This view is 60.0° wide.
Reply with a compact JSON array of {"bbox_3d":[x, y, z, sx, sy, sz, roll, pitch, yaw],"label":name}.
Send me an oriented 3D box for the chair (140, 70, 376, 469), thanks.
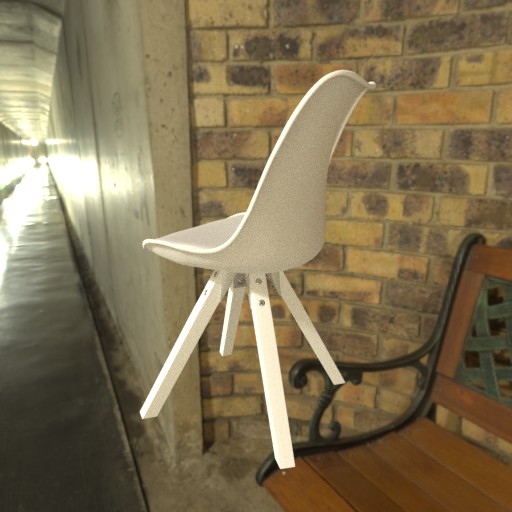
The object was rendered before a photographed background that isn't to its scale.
[{"bbox_3d":[0.000,0.000,1.164,0.550,0.850,0.485,7,16,26],"label":"chair"}]
